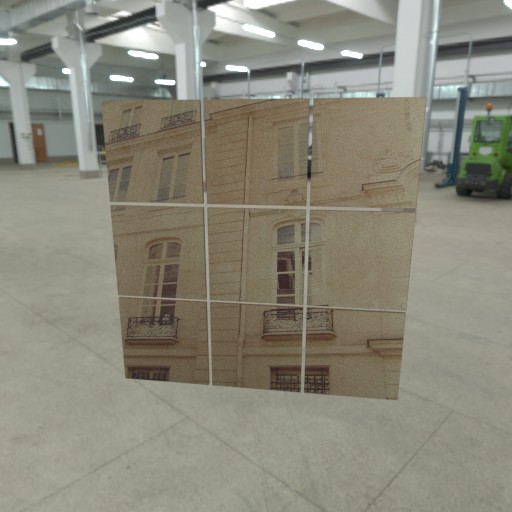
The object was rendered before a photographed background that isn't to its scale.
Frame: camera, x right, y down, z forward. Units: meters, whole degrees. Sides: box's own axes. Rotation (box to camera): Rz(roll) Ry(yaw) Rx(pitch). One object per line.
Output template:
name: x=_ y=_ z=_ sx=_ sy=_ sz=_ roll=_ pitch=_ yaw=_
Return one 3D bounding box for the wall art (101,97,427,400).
wall art: x=0.000 y=0.000 z=1.364 sx=0.915 sy=0.913 sz=0.018 roll=2 pitch=15 yaw=8
